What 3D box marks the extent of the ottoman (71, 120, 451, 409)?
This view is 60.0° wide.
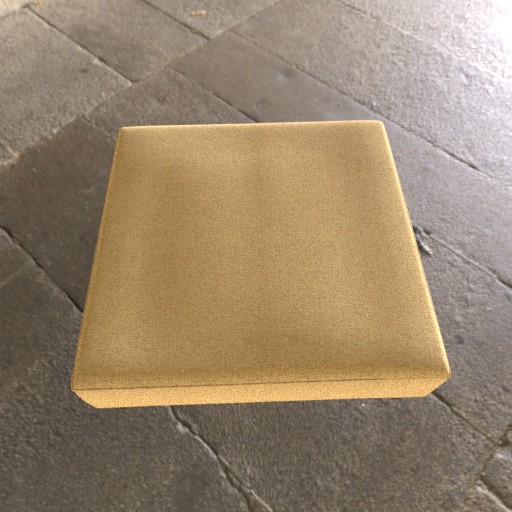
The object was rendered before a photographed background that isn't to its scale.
[{"bbox_3d":[0.000,0.000,1.501,0.981,0.378,0.970,-2,58,-1],"label":"ottoman"}]
